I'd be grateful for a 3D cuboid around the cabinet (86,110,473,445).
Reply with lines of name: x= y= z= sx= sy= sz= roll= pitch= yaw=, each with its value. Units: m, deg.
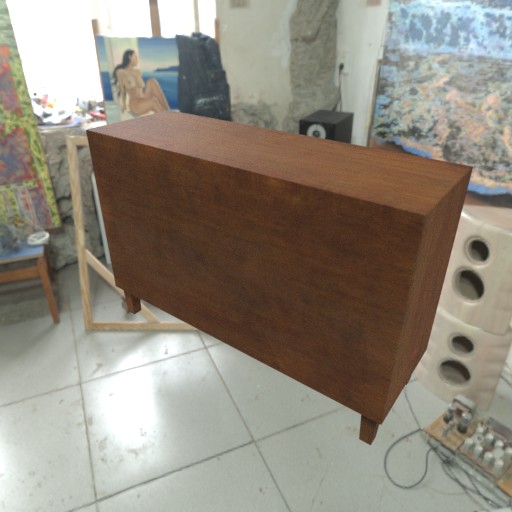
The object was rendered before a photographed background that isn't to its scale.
cabinet: x=0.000 y=0.000 z=1.602 sx=1.204 sy=0.805 sz=0.403 roll=20 pitch=36 yaw=31
